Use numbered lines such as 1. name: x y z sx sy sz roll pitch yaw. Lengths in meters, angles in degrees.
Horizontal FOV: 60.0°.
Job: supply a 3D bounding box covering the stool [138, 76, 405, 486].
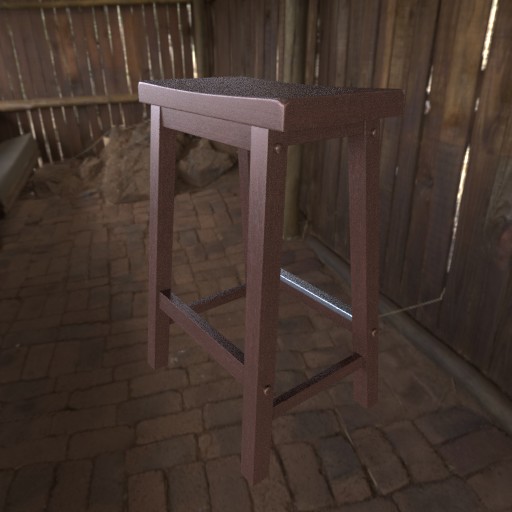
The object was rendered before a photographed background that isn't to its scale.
1. stool: 0.000 0.000 0.842 0.322 0.610 0.406 -18 30 -33
